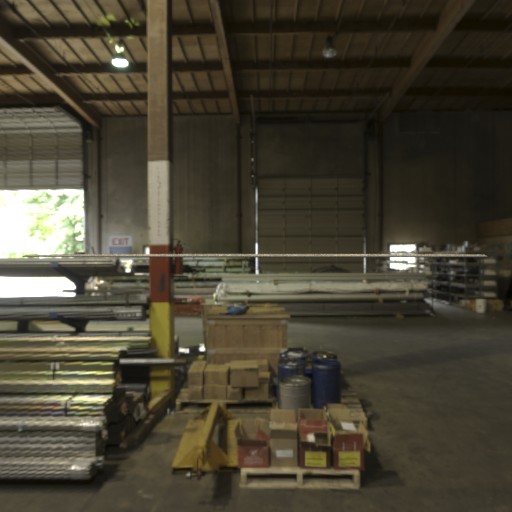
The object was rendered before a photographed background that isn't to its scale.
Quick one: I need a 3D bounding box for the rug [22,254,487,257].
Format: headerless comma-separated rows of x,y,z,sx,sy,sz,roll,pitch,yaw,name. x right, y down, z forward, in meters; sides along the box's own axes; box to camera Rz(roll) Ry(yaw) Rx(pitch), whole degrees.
0.000,0.000,3.986,3.063,0.024,2.158,0,0,1,rug
